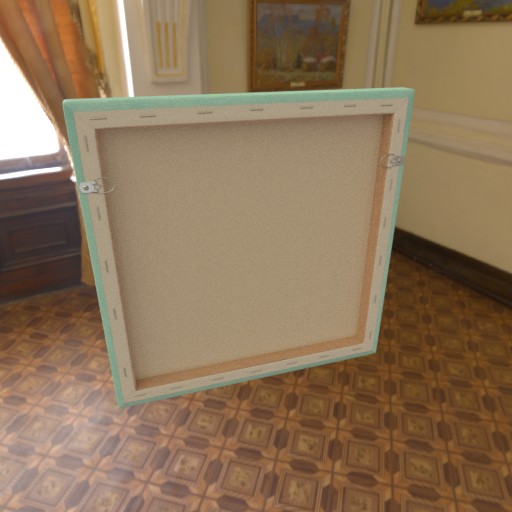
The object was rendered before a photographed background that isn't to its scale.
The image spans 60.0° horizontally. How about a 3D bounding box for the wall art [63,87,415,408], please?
[{"bbox_3d":[0.000,0.000,1.552,1.071,1.073,0.070,-8,27,-16],"label":"wall art"}]
